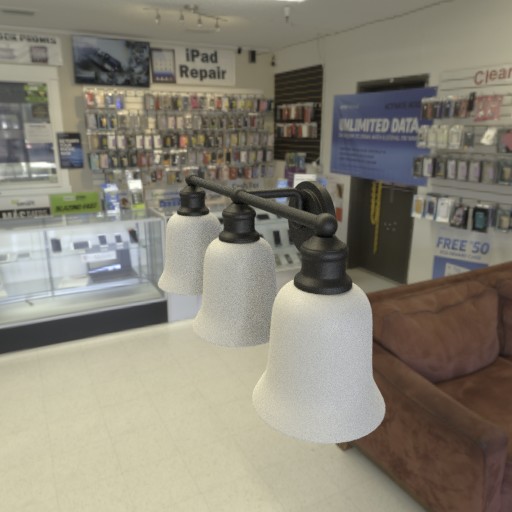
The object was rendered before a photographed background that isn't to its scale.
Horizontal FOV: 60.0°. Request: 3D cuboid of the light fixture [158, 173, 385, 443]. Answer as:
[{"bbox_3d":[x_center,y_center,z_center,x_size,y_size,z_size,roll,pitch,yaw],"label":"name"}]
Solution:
[{"bbox_3d":[0.000,0.000,0.656,0.198,0.211,0.570,-8,18,-25],"label":"light fixture"}]
